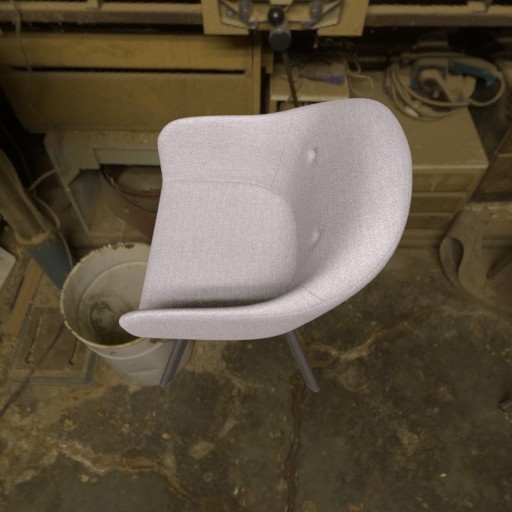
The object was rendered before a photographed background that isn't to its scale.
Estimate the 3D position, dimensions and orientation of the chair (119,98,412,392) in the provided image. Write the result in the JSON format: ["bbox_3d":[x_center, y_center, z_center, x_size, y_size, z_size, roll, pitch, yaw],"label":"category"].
[{"bbox_3d":[0.000,0.000,1.130,0.570,0.780,0.540,2,58,1],"label":"chair"}]
